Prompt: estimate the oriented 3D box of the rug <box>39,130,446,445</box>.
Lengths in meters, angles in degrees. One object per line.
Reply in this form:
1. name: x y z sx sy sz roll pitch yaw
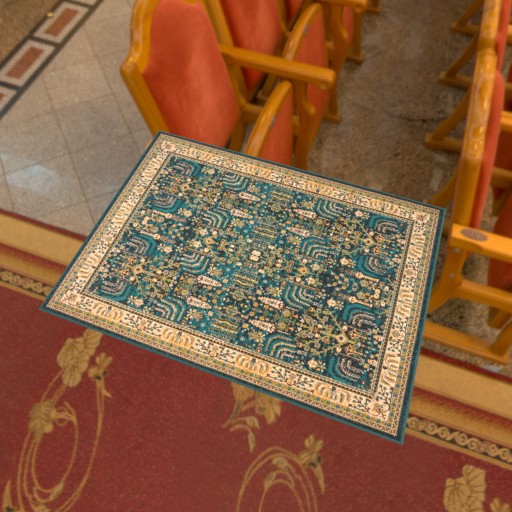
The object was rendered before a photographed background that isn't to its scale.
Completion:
1. rug: 0.000 0.000 3.963 3.044 0.015 2.226 18 61 10
